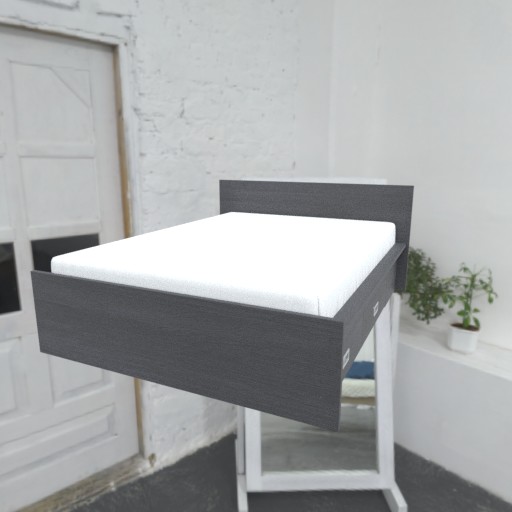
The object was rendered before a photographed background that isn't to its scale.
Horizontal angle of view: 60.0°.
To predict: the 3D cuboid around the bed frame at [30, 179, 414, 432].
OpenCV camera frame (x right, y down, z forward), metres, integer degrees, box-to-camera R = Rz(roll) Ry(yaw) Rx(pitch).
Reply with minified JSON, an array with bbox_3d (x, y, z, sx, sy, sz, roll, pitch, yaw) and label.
[{"bbox_3d":[0.000,0.000,2.799,1.622,0.800,1.960,6,15,25],"label":"bed frame"}]
